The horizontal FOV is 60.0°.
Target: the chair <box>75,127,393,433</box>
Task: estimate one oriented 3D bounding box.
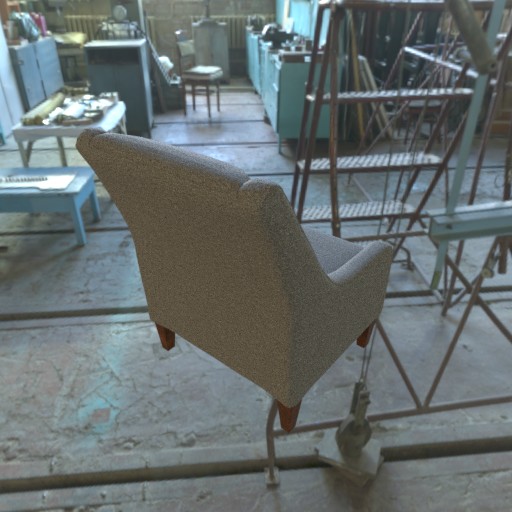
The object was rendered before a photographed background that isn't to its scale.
[{"bbox_3d":[0.000,0.000,1.690,0.774,1.016,0.870,23,38,33],"label":"chair"}]
